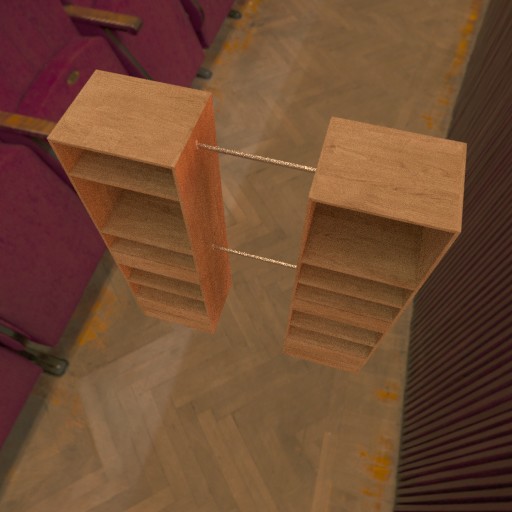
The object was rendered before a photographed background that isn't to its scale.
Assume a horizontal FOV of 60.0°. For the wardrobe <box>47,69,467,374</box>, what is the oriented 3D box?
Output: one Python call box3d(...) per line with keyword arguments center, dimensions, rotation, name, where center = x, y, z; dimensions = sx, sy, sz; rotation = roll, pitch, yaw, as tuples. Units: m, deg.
box3d(center=(0.000, 0.000, 2.799), dimensions=(1.770, 2.000, 0.480), rotation=(14, 61, 8), name="wardrobe")
